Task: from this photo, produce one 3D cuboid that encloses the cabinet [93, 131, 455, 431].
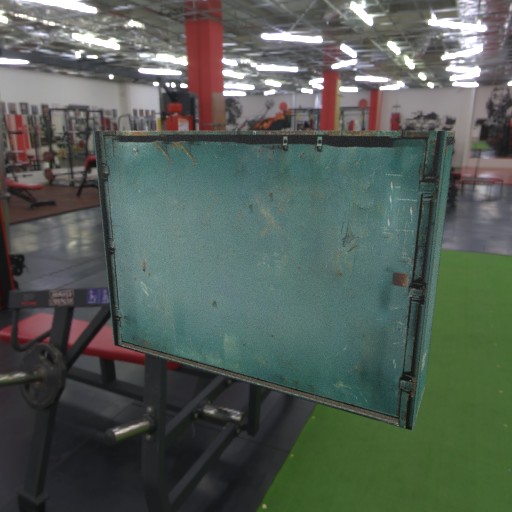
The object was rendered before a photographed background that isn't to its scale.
[{"bbox_3d":[0.000,0.000,3.974,3.001,2.160,0.680,8,18,26],"label":"cabinet"}]
